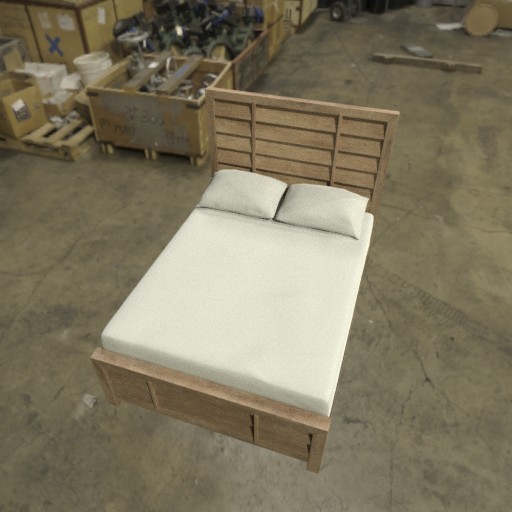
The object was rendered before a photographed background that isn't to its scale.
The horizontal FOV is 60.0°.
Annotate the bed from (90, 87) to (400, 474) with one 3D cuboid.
[{"bbox_3d":[0.000,0.000,3.401,1.626,1.626,2.197,13,43,14],"label":"bed"}]
